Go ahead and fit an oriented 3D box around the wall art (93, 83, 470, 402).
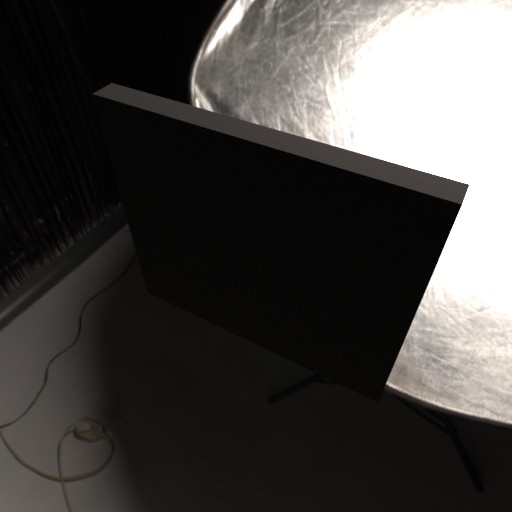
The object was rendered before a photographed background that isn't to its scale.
[{"bbox_3d":[0.000,0.000,0.533,0.381,0.330,0.031,22,50,20],"label":"wall art"}]
